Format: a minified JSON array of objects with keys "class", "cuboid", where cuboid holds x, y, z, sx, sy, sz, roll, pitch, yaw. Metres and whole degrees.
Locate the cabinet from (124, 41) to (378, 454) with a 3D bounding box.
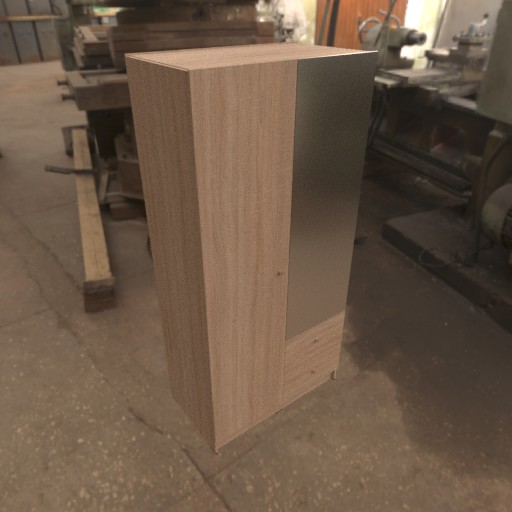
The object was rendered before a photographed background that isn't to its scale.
[{"class":"cabinet","cuboid":[0.000,0.000,2.528,1.001,2.121,0.590,-21,36,-31]}]
